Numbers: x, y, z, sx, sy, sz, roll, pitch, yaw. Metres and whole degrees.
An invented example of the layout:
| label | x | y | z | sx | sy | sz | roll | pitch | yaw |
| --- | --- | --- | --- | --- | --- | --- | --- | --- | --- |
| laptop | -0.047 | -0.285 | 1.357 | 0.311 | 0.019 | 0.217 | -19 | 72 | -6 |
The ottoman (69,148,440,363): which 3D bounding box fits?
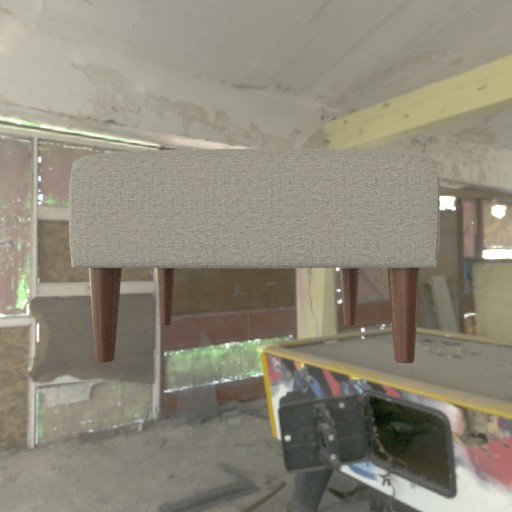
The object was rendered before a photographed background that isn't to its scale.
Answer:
| label | x | y | z | sx | sy | sz | roll | pitch | yaw |
| --- | --- | --- | --- | --- | --- | --- | --- | --- | --- |
| ottoman | 0.000 | 0.000 | 1.073 | 0.655 | 0.399 | 0.648 | 0 | -1 | 1 |
